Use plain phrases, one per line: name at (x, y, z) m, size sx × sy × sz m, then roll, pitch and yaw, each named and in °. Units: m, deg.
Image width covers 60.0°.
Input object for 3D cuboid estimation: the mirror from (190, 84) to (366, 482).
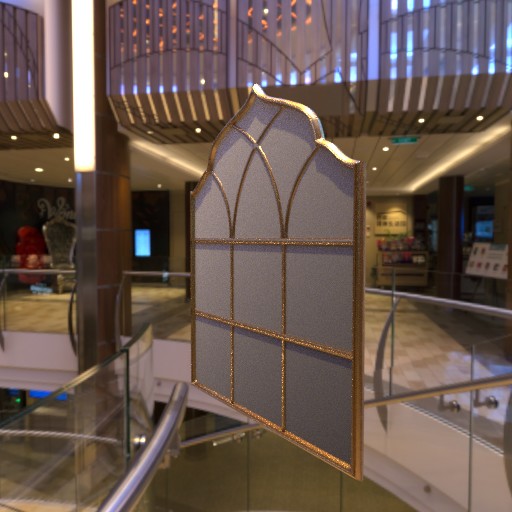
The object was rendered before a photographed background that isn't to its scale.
mirror at (0.000, 0.000, 0.832) m, size 0.018 × 0.635 × 0.513 m, roll -2°, pitch 3°, yaw -36°
